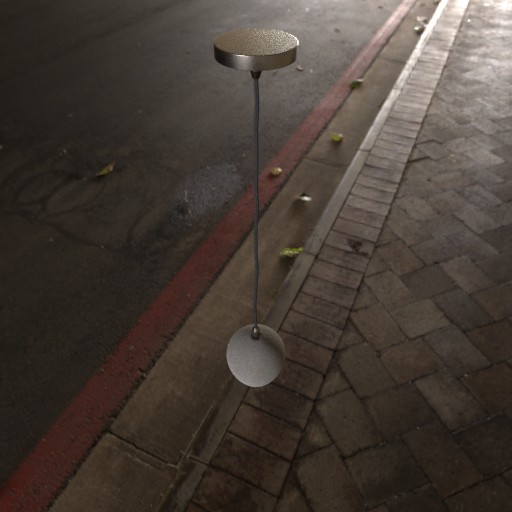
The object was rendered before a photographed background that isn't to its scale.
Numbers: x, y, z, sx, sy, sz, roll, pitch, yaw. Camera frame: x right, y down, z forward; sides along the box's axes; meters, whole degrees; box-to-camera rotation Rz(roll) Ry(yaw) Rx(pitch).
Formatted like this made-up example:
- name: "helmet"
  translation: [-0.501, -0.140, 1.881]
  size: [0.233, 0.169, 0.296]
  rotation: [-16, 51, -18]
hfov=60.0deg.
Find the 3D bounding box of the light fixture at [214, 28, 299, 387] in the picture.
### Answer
- name: "light fixture"
  translation: [0.000, 0.000, 0.838]
  size: [0.139, 0.764, 0.139]
  rotation: [-24, 48, -24]
